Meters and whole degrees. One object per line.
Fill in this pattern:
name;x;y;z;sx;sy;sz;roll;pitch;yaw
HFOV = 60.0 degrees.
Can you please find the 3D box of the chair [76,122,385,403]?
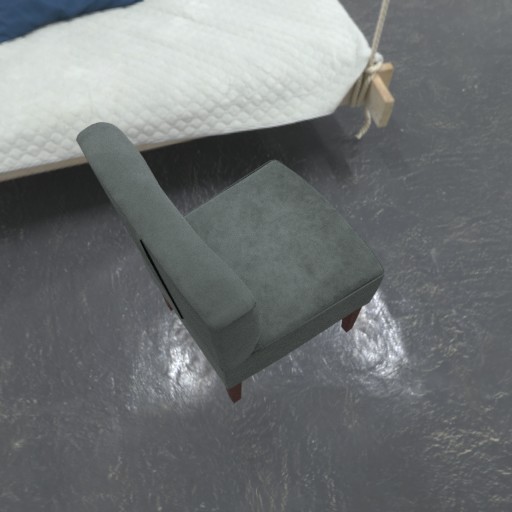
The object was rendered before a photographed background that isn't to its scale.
chair;0.000;0.000;1.197;0.554;0.806;0.521;-32;65;-17
